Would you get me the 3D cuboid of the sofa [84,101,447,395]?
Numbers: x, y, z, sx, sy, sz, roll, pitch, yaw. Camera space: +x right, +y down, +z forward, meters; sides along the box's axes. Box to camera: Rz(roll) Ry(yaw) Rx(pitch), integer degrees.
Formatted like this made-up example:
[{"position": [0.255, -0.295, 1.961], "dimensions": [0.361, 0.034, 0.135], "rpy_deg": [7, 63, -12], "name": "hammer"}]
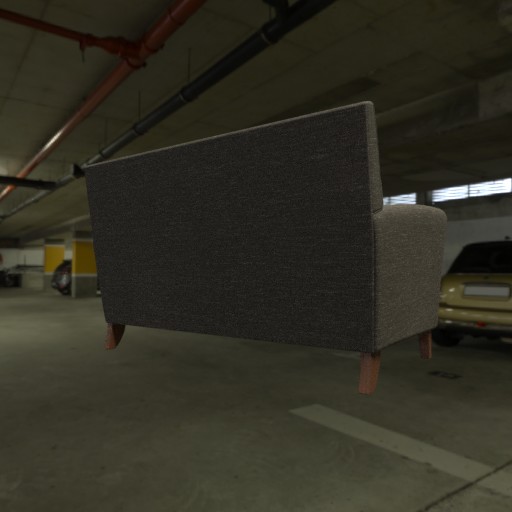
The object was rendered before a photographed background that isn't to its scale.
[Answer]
[{"position": [0.000, 0.000, 2.062], "dimensions": [1.509, 0.905, 0.867], "rpy_deg": [-1, -2, 36], "name": "sofa"}]
